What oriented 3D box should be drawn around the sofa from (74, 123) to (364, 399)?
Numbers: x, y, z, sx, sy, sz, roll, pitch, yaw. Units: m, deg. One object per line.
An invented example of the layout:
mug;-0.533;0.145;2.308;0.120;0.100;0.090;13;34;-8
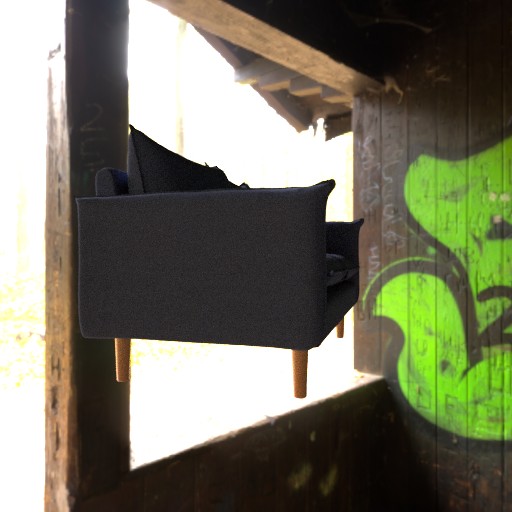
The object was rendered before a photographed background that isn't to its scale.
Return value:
sofa;0.000;0.000;1.877;0.820;0.840;1.300;0;0;17
